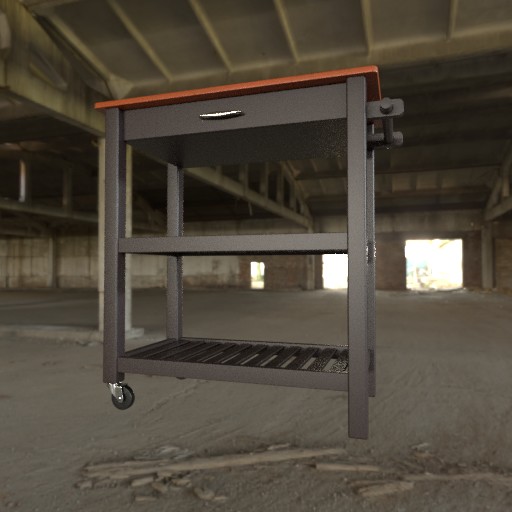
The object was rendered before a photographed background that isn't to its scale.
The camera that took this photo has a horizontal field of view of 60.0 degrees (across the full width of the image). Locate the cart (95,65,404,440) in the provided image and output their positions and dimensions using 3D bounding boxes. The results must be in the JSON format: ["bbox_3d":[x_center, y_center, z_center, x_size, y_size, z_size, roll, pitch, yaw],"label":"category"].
[{"bbox_3d":[0.000,0.000,1.418,0.899,0.927,0.457,-1,-2,18],"label":"cart"}]
